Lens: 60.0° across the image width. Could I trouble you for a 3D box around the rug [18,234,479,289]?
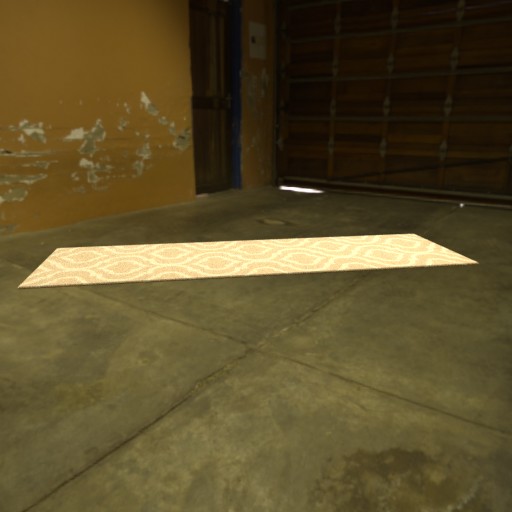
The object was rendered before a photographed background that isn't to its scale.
[{"bbox_3d":[0.000,0.000,2.500,2.289,0.013,0.691,-3,16,-9],"label":"rug"}]
